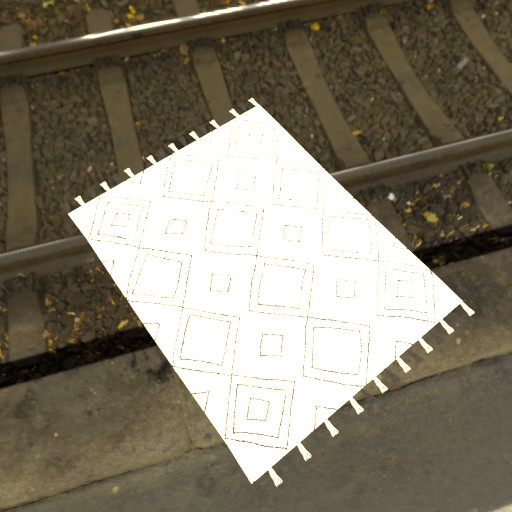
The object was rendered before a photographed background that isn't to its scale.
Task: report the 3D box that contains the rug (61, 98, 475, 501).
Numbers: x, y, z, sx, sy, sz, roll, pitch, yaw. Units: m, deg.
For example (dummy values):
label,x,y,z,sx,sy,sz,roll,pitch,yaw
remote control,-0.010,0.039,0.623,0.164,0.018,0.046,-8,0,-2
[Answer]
label,x,y,z,sx,sy,sz,roll,pitch,yaw
rug,0.000,0.000,4.094,2.342,0.026,3.221,-35,69,-16
